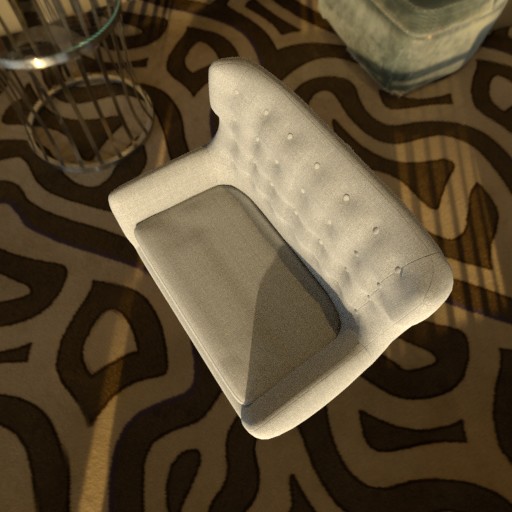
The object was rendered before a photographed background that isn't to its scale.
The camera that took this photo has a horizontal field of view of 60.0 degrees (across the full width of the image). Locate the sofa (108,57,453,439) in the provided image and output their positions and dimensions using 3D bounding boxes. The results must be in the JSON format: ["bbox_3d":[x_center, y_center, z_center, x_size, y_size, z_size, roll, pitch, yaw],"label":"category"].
[{"bbox_3d":[0.000,0.000,2.032,0.884,1.028,1.386,-31,67,-15],"label":"sofa"}]
